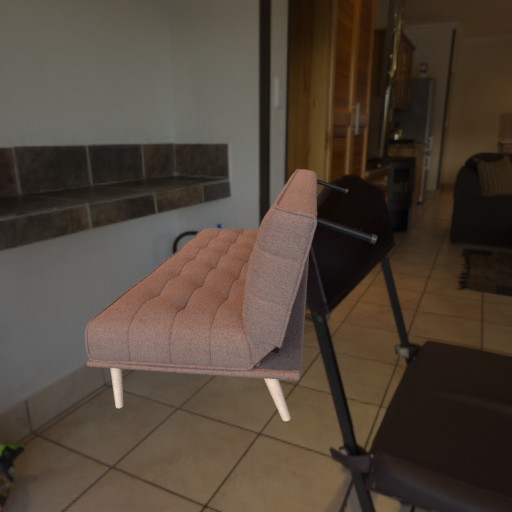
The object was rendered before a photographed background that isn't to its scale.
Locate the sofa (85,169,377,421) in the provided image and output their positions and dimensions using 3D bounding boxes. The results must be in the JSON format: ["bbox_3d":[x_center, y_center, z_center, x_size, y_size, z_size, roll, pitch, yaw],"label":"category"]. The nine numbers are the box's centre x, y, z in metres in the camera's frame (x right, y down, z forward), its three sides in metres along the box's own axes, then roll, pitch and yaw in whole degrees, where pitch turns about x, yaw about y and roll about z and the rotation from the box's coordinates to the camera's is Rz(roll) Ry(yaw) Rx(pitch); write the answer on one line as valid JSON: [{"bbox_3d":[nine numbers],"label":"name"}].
[{"bbox_3d":[0.000,0.000,2.369,1.038,0.810,1.820,2,15,7],"label":"sofa"}]
